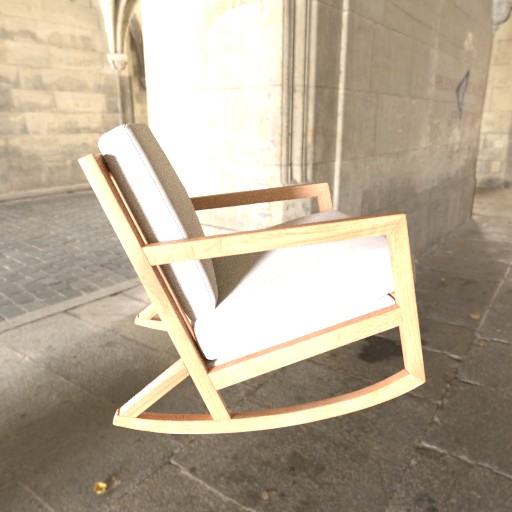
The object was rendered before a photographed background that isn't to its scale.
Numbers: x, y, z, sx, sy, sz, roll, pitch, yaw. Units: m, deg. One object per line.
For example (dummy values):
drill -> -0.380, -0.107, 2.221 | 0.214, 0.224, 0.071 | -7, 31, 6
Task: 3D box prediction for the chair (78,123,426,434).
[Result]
chair -> 0.000, 0.000, 1.377 | 0.857, 0.790, 0.622 | -3, 17, -9
